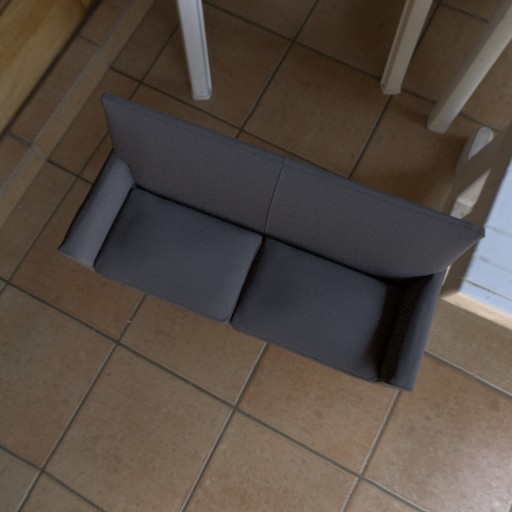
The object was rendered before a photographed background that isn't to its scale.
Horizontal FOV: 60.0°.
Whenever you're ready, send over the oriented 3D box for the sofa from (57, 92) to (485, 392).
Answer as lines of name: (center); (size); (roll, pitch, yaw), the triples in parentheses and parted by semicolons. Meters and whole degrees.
sofa: (0.000, 0.000, 2.494); (2.002, 0.907, 0.843); (21, 77, 5)
